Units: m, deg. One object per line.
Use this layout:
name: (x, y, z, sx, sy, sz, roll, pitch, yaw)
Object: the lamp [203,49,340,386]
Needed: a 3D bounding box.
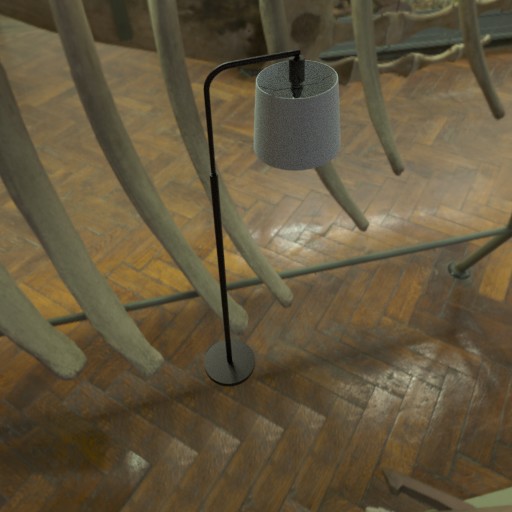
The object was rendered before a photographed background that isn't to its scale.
lamp: (0.000, 0.000, 1.642, 0.508, 1.478, 0.254, -10, 48, -9)
